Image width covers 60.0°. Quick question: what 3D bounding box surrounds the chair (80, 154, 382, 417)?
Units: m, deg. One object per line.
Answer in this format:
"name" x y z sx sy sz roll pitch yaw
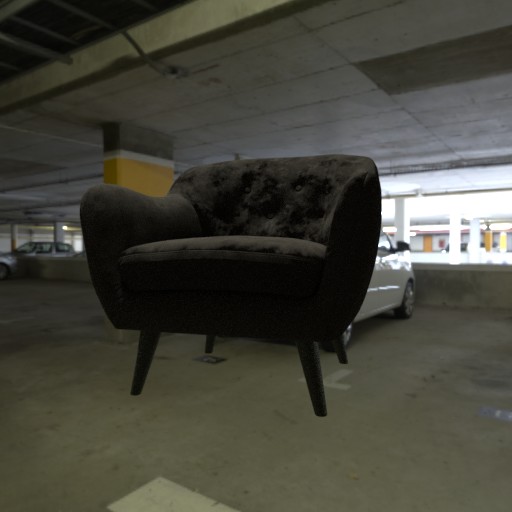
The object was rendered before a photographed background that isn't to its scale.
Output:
"chair" 0.000 0.000 1.517 0.840 0.807 0.819 0 1 17
